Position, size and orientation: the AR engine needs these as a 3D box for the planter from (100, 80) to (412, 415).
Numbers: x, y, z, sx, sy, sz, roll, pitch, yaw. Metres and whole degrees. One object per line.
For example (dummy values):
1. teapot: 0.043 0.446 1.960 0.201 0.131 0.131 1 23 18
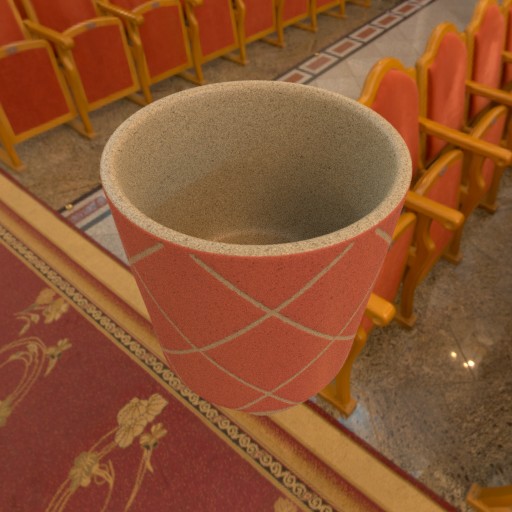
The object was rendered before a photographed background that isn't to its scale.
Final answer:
1. planter: 0.000 0.000 0.414 0.227 0.235 0.227 0 46 0
